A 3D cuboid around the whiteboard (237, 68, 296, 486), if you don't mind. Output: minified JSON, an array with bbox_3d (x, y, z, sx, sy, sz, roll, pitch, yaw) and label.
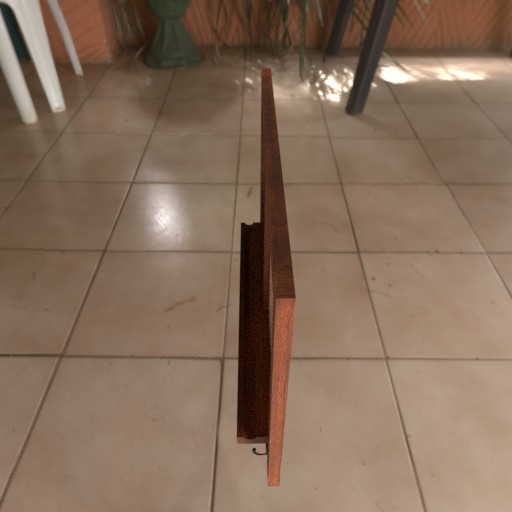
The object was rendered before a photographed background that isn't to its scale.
[{"bbox_3d":[0.000,0.000,0.989,0.083,0.553,0.768,-1,42,-1],"label":"whiteboard"}]
